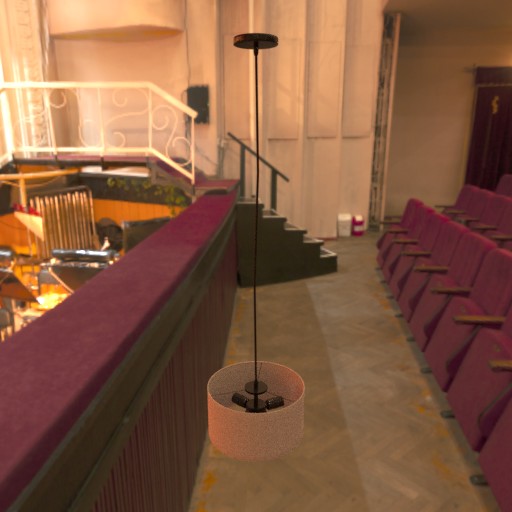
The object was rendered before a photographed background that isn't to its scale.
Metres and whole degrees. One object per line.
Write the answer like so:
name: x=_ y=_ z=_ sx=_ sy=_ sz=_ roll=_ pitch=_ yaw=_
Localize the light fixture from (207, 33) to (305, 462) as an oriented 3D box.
light fixture: x=0.000 y=0.000 z=1.684 sx=0.399 sy=1.516 sz=0.399 roll=0 pitch=15 yaw=0
